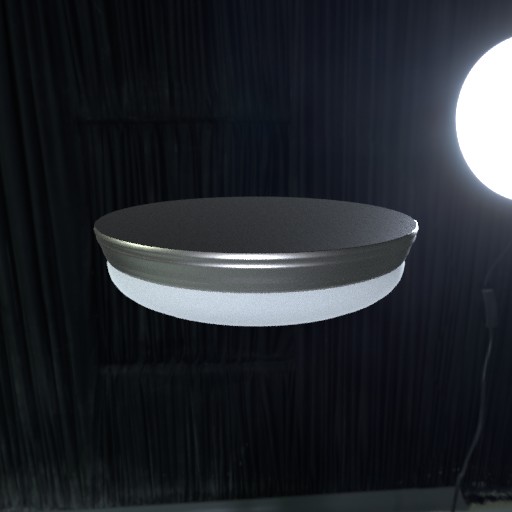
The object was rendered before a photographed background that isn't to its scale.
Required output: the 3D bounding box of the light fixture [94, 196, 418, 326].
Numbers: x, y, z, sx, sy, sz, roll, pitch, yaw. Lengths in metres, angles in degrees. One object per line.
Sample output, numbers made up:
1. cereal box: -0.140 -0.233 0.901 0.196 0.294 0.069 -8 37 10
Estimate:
1. light fixture: 0.000 0.000 0.545 0.368 0.100 0.368 0 15 0
